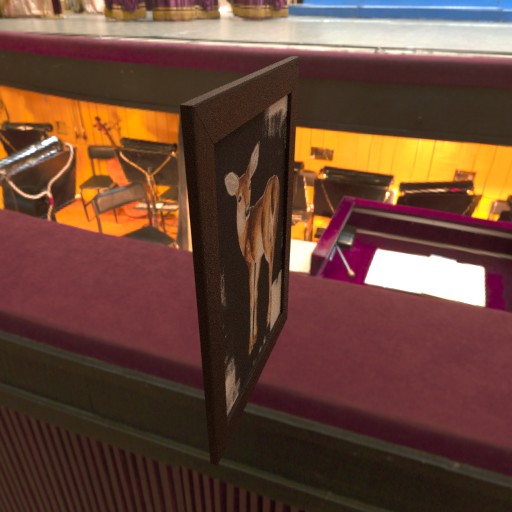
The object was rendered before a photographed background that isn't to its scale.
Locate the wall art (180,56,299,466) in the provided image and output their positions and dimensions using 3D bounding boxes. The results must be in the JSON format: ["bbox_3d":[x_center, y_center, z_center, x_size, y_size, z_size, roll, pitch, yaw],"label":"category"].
[{"bbox_3d":[0.000,0.000,0.661,0.013,0.508,0.359,10,32,17],"label":"wall art"}]
